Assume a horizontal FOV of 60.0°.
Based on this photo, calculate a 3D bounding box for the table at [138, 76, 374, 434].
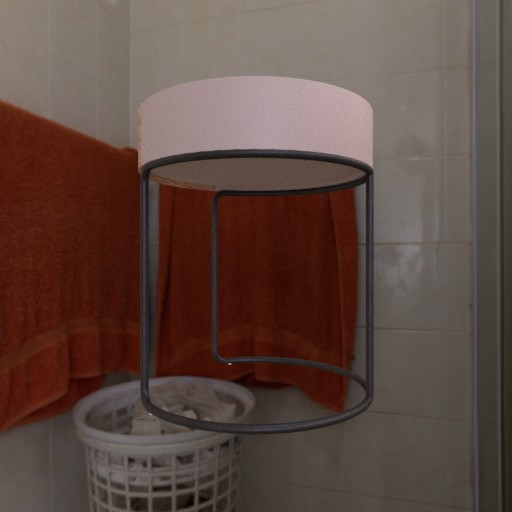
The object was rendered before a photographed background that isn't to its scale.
[{"bbox_3d":[0.000,0.000,0.875,0.450,0.530,0.450,0,0,0],"label":"table"}]
